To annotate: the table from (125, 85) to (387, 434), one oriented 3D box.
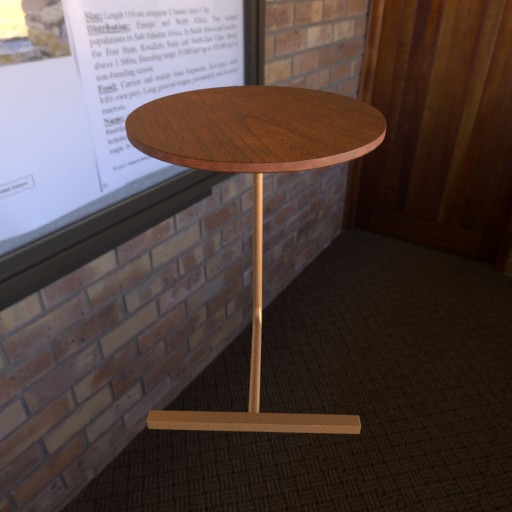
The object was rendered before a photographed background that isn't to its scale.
[{"bbox_3d":[0.000,0.000,1.120,0.530,0.706,0.577,1,32,1],"label":"table"}]
